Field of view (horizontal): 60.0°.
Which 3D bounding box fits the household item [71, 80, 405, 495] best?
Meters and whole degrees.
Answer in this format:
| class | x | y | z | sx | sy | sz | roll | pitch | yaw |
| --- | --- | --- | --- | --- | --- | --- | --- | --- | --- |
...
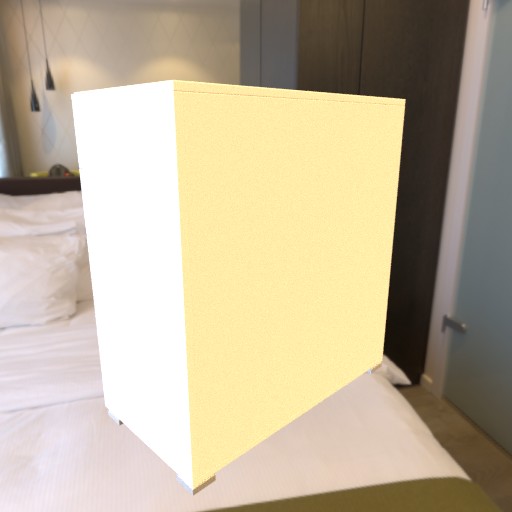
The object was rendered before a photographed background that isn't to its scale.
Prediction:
| class | x | y | z | sx | sy | sz | roll | pitch | yaw |
| --- | --- | --- | --- | --- | --- | --- | --- | --- | --- |
| household item | 0.000 | 0.000 | 1.283 | 0.800 | 0.870 | 0.420 | -15 | 22 | -42 |
